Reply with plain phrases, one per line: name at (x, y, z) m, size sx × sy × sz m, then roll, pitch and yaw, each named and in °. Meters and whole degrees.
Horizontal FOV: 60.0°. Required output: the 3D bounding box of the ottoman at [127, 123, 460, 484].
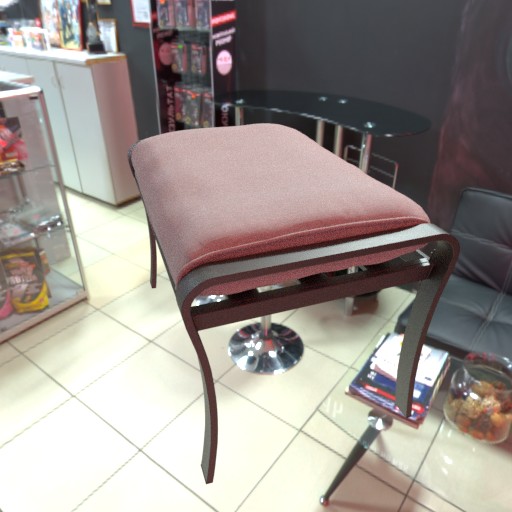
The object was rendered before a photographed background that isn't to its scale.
ottoman at (0.000, 0.000, 0.894) m, size 0.406 × 0.422 × 0.610 m, roll -10°, pitch 32°, yaw -17°
